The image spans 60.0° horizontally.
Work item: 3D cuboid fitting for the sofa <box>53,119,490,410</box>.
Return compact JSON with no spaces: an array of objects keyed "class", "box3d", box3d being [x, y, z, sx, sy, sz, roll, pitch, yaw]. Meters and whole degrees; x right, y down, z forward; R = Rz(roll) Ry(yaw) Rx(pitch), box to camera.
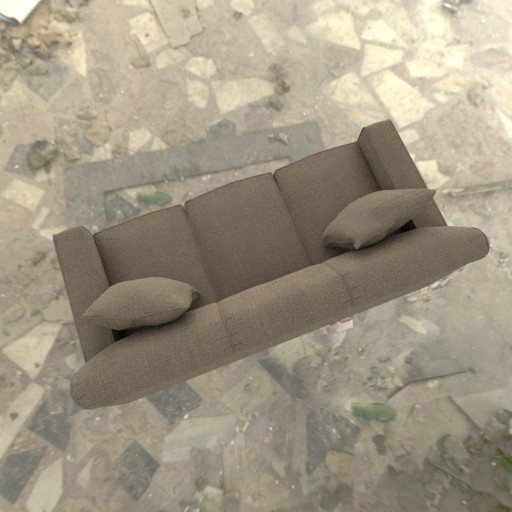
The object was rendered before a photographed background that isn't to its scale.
[{"class":"sofa","box3d":[0.000,0.000,2.501,2.024,0.958,0.997,-20,75,-6]}]
